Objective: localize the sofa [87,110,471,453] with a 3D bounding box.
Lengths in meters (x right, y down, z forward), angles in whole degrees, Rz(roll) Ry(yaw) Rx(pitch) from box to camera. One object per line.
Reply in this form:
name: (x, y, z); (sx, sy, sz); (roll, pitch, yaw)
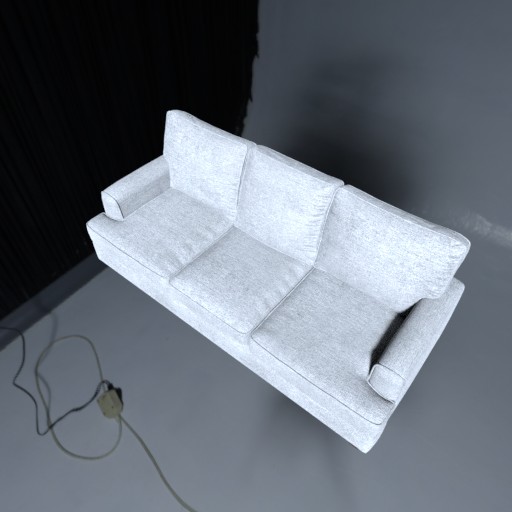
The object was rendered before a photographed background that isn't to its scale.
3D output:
sofa: (0.000, 0.000, 2.645); (2.158, 0.965, 0.951); (30, 53, 26)
